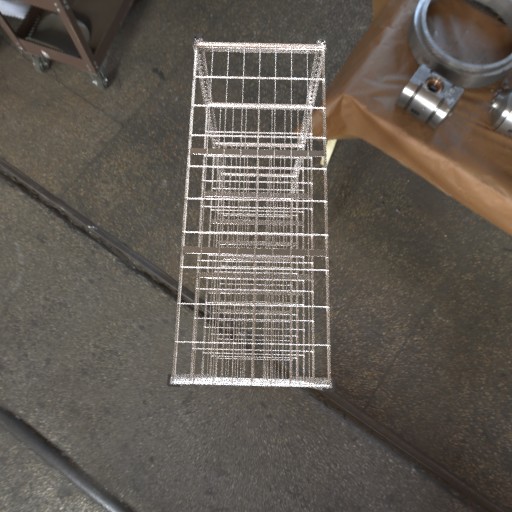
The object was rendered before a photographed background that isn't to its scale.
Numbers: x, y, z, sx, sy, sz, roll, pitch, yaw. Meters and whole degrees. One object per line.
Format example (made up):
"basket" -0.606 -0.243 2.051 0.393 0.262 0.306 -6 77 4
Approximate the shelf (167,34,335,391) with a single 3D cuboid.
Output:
"shelf" 0.000 0.000 2.749 0.610 1.981 1.524 1 75 0
